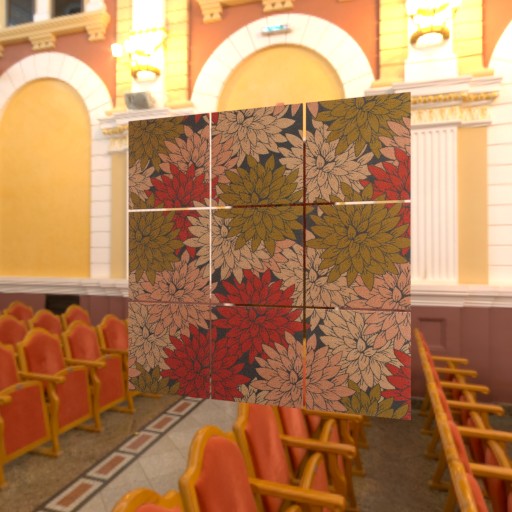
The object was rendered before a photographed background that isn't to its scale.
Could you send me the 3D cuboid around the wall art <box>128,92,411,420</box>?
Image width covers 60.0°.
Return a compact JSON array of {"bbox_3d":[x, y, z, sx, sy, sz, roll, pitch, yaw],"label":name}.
[{"bbox_3d":[0.000,0.000,1.830,1.206,1.218,0.013,0,0,17],"label":"wall art"}]
